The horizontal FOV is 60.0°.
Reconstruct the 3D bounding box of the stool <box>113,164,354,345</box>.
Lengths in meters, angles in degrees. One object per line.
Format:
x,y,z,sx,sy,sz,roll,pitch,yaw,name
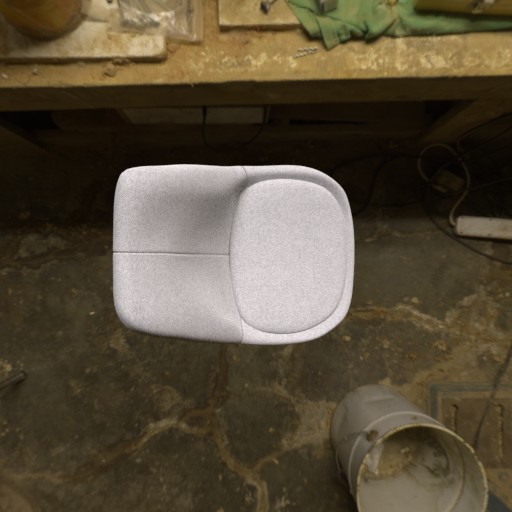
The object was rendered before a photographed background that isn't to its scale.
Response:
0.000,0.000,1.389,0.550,1.115,0.485,0,89,0,stool
